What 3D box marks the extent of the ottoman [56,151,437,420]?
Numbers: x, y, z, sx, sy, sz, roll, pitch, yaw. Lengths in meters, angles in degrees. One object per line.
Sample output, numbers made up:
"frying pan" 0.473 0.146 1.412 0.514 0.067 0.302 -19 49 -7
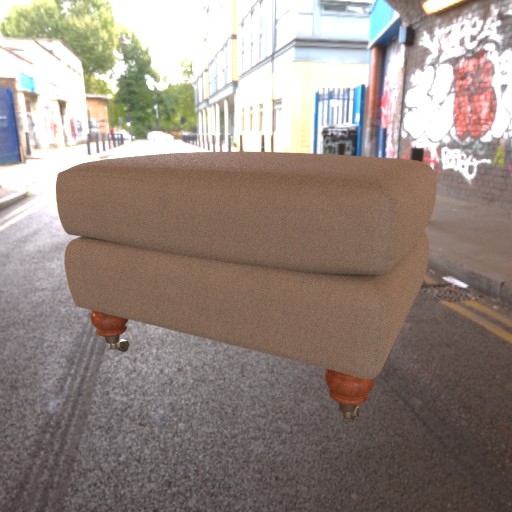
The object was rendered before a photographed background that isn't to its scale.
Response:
"ottoman" 0.000 0.000 1.109 0.773 0.504 0.569 8 18 26
